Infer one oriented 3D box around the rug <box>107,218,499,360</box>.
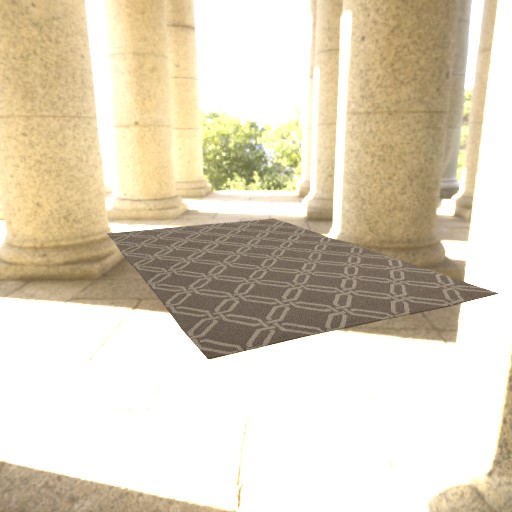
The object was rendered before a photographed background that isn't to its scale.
[{"bbox_3d":[0.000,0.000,2.129,1.142,0.010,1.748,-7,16,-25],"label":"rug"}]
